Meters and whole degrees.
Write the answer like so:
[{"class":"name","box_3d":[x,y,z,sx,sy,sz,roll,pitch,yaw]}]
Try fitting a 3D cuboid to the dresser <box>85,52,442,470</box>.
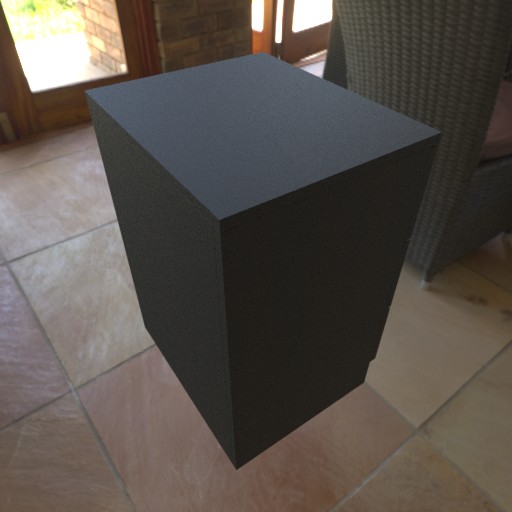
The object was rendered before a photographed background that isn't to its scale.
[{"class":"dresser","box_3d":[0.000,0.000,0.813,0.360,0.560,0.400,-24,47,-25]}]
